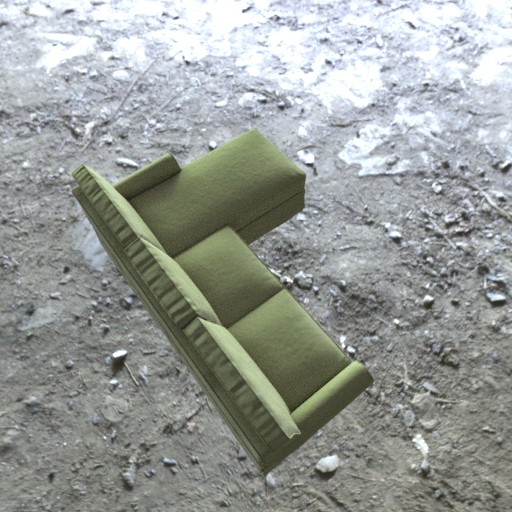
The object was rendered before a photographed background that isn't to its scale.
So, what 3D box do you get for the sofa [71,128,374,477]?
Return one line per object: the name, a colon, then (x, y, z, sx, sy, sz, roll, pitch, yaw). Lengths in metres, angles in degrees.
sofa: (0.000, 0.000, 3.386, 1.733, 0.978, 2.475, -33, 64, -18)
